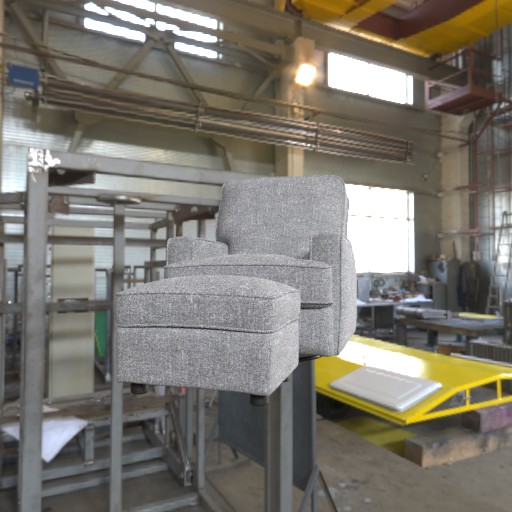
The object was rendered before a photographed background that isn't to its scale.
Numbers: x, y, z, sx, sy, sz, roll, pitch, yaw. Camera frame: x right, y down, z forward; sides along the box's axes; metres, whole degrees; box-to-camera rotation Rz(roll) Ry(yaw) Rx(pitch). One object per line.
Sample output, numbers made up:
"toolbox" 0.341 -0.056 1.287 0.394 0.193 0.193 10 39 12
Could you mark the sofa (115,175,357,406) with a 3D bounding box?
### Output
"sofa" 0.000 0.000 2.088 0.861 0.959 1.472 0 -2 17
